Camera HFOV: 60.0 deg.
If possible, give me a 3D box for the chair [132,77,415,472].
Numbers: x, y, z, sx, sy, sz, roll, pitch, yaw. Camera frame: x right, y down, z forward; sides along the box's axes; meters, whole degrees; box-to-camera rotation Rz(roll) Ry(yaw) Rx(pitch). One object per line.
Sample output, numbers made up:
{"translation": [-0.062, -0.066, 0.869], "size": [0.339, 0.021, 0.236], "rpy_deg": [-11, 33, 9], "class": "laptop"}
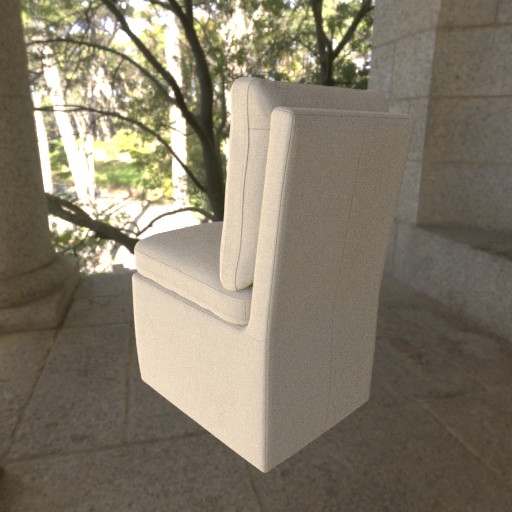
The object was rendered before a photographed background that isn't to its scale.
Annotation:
{"translation": [0.000, 0.000, 1.317], "size": [0.503, 0.927, 0.698], "rpy_deg": [-14, 21, -41], "class": "chair"}
